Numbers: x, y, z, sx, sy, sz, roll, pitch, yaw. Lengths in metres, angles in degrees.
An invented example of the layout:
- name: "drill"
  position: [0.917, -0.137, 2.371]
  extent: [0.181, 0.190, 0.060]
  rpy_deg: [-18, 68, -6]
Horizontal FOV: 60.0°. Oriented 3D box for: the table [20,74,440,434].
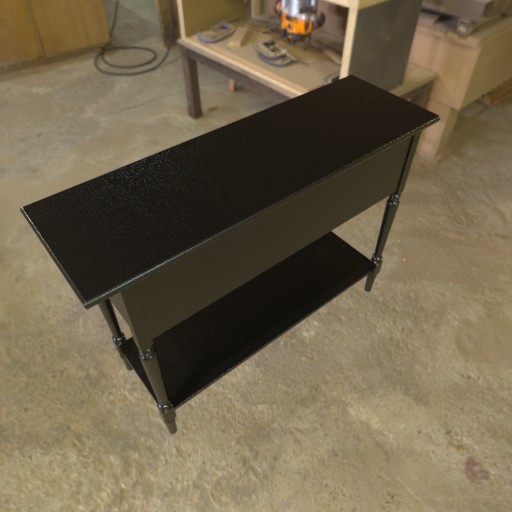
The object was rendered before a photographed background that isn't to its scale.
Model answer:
- name: "table"
  position: [0.000, 0.000, 1.541]
  extent: [1.191, 0.819, 0.386]
  rpy_deg: [-30, 53, -25]
